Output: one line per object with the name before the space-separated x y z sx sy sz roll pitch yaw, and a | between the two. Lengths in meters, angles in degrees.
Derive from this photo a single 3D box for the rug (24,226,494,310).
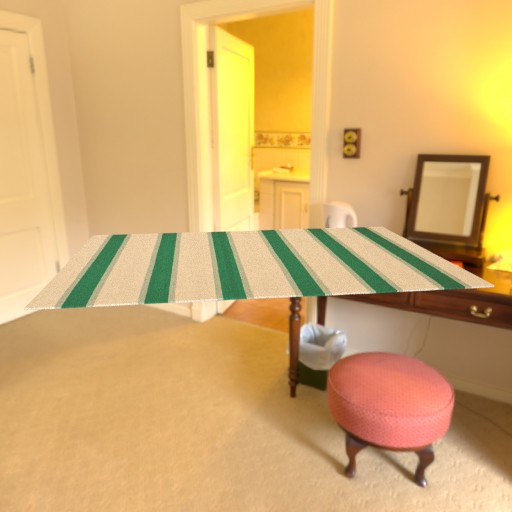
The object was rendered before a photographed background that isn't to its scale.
rug | 0.000 0.000 2.990 2.436 0.015 1.521 -2 16 -7
